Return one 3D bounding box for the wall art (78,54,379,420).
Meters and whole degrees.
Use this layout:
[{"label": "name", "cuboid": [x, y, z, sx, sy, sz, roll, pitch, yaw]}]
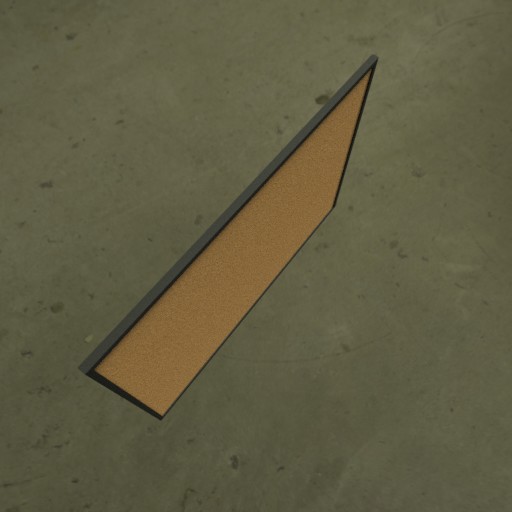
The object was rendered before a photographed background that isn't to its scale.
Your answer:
[{"label": "wall art", "cuboid": [0.000, 0.000, 0.835, 0.013, 0.458, 0.664, 34, 68, 16]}]
